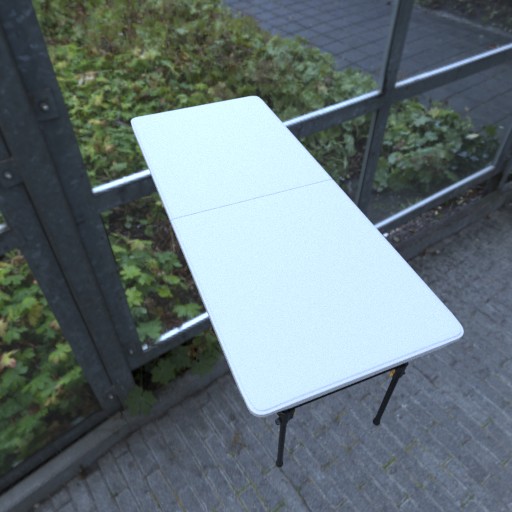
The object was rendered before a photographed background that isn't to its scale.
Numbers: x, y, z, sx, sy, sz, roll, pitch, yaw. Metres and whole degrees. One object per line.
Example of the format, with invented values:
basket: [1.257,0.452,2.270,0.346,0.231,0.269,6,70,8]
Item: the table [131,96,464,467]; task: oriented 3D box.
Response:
table: [0.000,0.000,2.184,0.761,0.719,1.829,-16,48,-15]
